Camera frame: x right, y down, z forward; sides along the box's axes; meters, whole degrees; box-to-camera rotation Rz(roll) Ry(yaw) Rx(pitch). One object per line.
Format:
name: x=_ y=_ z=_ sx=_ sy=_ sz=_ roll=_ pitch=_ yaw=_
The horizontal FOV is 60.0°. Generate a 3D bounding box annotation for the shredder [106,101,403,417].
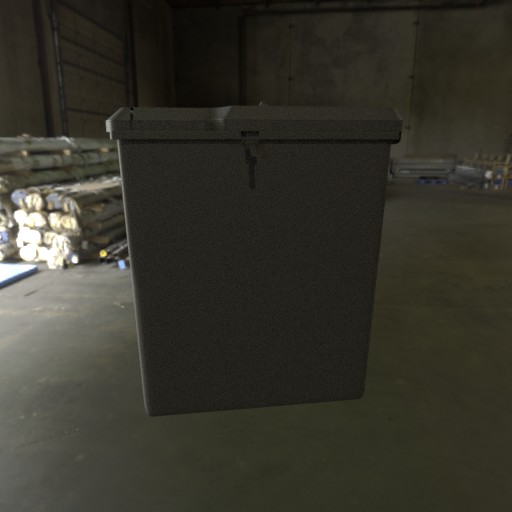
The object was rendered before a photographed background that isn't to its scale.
shredder: x=0.000 y=0.000 z=0.516 sx=0.320 sy=0.335 sz=0.170 roll=-2 pitch=15 yaw=-8
